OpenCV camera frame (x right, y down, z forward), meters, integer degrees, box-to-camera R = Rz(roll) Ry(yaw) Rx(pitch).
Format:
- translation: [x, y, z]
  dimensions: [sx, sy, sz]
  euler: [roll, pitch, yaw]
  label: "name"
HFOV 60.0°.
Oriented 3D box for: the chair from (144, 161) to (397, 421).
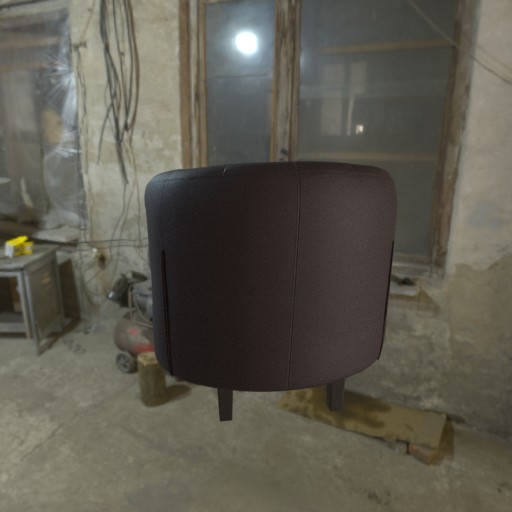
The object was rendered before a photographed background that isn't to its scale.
- translation: [0.000, 0.000, 1.681]
  dimensions: [0.763, 0.760, 1.191]
  euler: [-2, 15, -9]
  label: "chair"
